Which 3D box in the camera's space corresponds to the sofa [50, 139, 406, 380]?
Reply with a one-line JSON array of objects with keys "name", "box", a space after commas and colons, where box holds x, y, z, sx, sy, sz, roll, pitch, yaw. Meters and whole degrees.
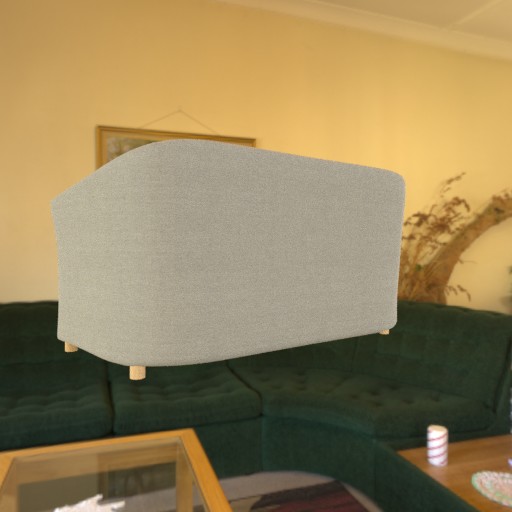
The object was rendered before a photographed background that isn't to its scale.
[{"name": "sofa", "box": [0.000, 0.000, 1.850, 1.452, 0.721, 0.705, -1, 1, -36]}]
